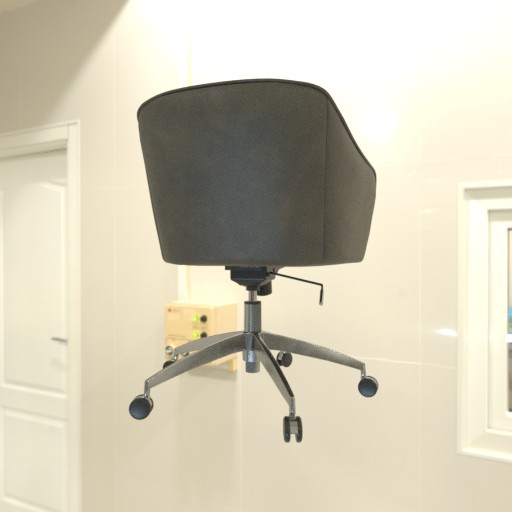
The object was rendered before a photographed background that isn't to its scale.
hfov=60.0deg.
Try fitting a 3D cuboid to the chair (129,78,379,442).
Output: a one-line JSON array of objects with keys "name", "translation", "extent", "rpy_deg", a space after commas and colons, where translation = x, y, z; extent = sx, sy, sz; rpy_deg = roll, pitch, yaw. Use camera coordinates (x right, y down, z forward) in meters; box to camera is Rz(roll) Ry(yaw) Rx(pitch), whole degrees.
[{"name": "chair", "translation": [0.000, 0.000, 1.350], "extent": [0.713, 0.827, 0.689], "rpy_deg": [0, 1, 19]}]
